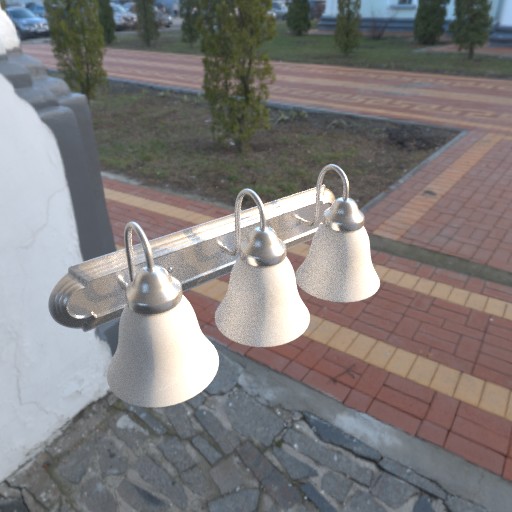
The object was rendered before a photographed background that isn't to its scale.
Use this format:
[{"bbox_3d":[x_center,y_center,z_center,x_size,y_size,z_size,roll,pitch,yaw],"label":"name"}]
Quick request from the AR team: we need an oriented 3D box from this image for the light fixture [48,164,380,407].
[{"bbox_3d":[0.000,0.000,0.728,0.610,0.222,0.199,-22,36,-33],"label":"light fixture"}]
